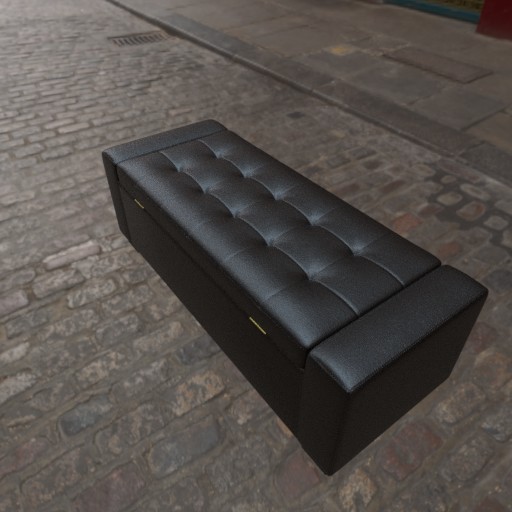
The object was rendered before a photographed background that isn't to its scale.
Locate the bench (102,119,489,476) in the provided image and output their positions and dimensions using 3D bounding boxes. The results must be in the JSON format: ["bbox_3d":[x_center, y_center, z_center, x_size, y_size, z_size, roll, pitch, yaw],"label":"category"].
[{"bbox_3d":[0.000,0.000,1.512,0.508,0.445,1.296,-26,47,-27],"label":"bench"}]
